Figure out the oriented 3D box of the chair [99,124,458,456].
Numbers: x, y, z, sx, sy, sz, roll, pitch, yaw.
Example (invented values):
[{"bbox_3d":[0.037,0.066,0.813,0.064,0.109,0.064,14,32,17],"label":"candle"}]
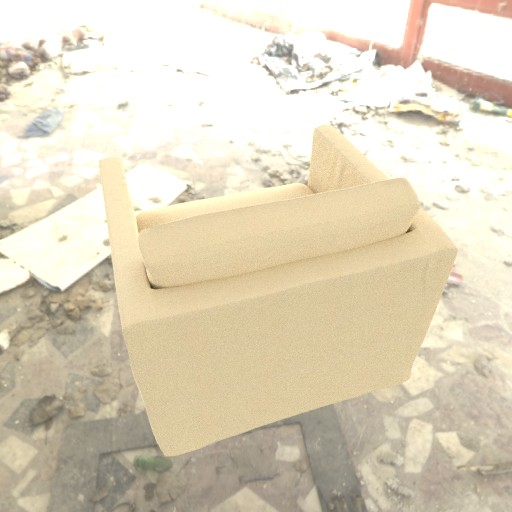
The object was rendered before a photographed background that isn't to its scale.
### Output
[{"bbox_3d":[0.000,0.000,1.738,1.057,0.851,0.947,-12,42,-14],"label":"chair"}]
